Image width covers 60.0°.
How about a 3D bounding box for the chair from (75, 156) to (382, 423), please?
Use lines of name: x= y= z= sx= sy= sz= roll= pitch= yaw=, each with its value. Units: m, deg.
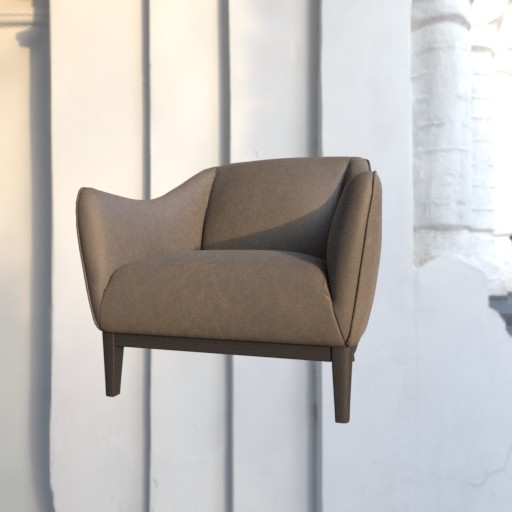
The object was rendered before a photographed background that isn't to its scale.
chair: x=0.000 y=0.000 z=1.547 sx=0.871 sy=0.830 sz=0.852 roll=0 pitch=0 yaw=18
